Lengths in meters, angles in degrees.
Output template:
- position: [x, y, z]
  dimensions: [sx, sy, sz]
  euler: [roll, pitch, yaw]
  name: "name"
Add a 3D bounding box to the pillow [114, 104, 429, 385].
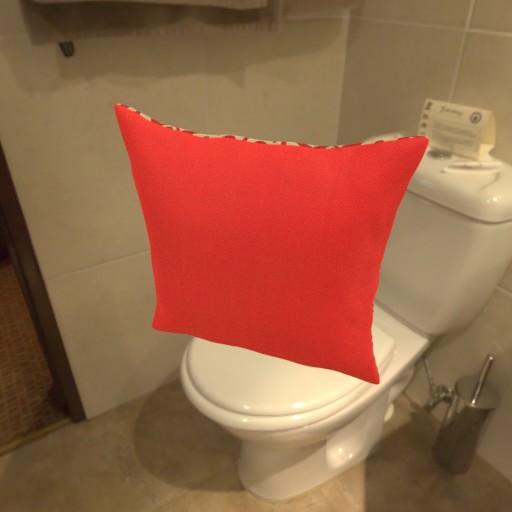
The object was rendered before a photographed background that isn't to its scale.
- position: [0.000, 0.000, 0.824]
  dimensions: [0.522, 0.507, 0.192]
  euler: [11, 34, 17]
  name: "pillow"
